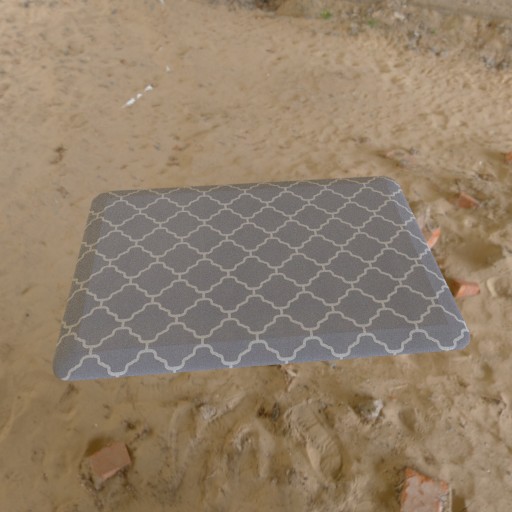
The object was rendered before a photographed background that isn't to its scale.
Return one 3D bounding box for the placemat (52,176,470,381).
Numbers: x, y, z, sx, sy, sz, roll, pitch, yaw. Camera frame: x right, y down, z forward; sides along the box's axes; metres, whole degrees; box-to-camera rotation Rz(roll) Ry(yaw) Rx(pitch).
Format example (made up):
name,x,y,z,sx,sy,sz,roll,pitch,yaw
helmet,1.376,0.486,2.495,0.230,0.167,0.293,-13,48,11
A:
name,x,y,z,sx,sy,sz,roll,pitch,yaw
placemat,0.000,0.000,0.947,0.762,0.021,0.508,-4,48,-3
